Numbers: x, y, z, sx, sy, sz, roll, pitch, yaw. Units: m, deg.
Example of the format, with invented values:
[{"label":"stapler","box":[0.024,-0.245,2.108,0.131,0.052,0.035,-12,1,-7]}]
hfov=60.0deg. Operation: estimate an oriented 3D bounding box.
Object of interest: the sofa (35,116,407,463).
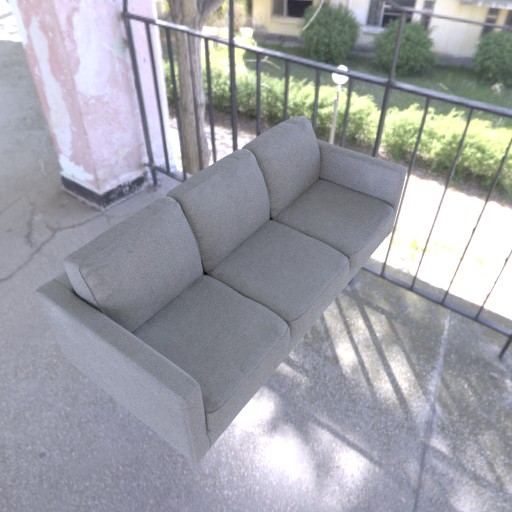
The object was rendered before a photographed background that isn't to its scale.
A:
[{"label":"sofa","box":[0.000,0.000,2.481,0.944,0.918,1.983,26,48,27]}]
